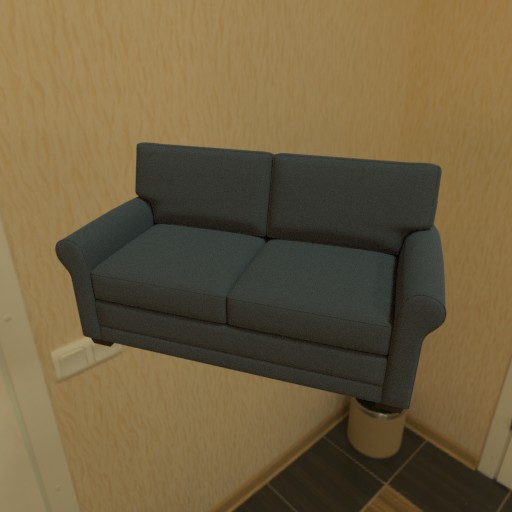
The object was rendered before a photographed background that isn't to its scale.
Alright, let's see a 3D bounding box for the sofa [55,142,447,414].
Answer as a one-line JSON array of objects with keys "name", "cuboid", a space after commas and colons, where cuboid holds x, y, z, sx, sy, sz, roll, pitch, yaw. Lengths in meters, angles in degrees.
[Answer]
[{"name": "sofa", "cuboid": [0.000, 0.000, 2.477, 1.930, 1.020, 0.940, 8, 27, 17]}]
